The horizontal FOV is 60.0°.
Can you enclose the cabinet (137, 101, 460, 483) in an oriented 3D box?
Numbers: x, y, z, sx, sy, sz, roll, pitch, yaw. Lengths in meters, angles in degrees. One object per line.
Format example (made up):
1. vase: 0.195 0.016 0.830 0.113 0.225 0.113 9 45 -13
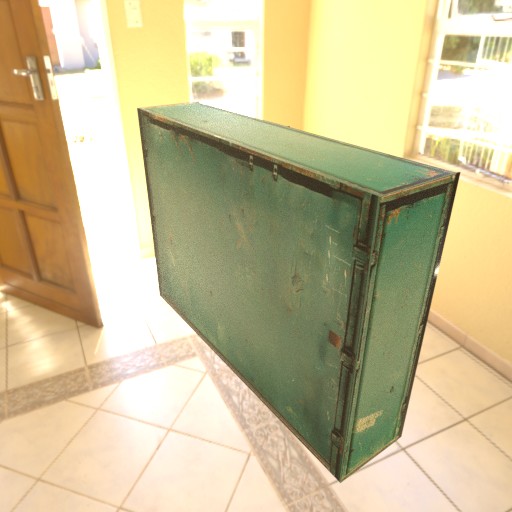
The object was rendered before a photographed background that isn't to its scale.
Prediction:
1. cabinet: 0.000 0.000 3.900 0.680 2.160 3.001 -19 33 -31
